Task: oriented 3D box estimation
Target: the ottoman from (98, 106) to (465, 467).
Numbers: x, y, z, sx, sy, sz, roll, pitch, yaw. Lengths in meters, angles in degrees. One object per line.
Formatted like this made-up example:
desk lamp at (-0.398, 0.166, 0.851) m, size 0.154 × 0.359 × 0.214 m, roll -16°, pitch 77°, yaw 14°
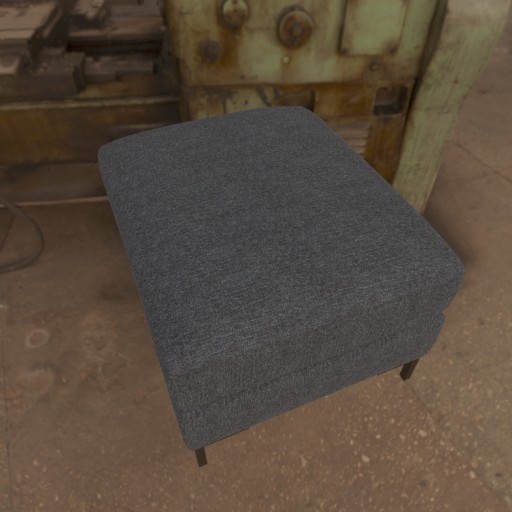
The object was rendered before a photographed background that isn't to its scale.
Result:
ottoman at (0.000, 0.000, 1.278) m, size 0.695 × 0.533 × 0.831 m, roll -17°, pitch 48°, yaw -16°
